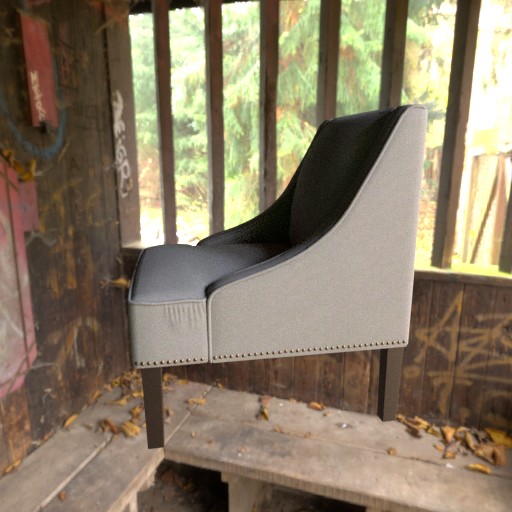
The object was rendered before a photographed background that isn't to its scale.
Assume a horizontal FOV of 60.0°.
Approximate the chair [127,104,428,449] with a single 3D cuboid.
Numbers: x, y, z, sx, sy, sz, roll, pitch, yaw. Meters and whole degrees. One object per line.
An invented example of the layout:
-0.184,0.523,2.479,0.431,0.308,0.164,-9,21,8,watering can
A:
0.000,0.000,1.394,0.747,0.867,0.631,-2,14,-10,chair
